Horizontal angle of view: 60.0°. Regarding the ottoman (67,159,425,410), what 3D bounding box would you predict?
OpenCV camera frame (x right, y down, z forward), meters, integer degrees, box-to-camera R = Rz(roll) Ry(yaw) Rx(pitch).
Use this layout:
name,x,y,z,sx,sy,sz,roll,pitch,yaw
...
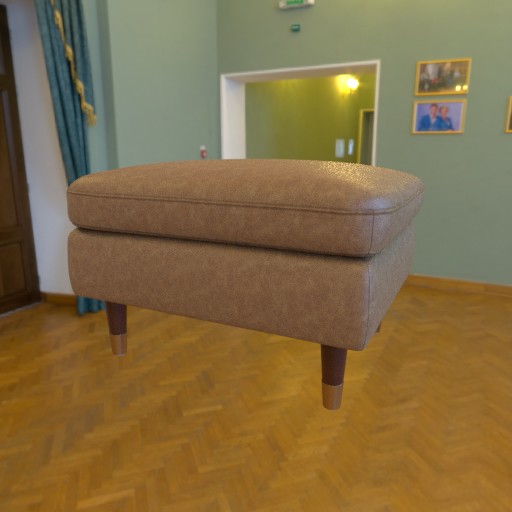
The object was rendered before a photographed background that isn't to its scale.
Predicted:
name,x,y,z,sx,sy,sz,roll,pitch,yaw
ottoman,0.000,0.000,1.120,0.747,0.478,0.593,6,15,25
